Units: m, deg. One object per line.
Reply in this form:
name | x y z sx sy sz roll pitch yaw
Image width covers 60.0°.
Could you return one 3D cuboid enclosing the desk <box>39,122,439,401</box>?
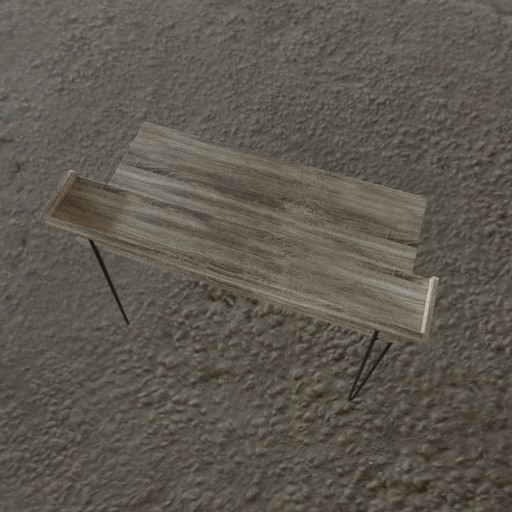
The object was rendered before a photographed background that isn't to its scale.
desk | 0.000 0.000 1.614 1.135 0.899 0.605 17 65 8
